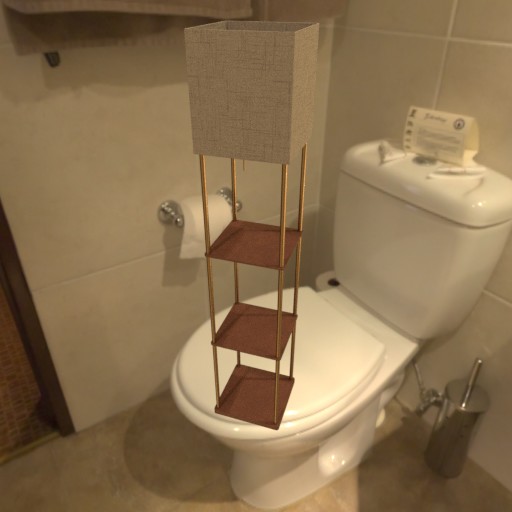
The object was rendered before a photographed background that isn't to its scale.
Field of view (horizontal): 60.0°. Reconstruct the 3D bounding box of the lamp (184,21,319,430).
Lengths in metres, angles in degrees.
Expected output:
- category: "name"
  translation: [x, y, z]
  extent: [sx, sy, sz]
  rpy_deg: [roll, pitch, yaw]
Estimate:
- category: "lamp"
  translation: [0.000, 0.000, 1.697]
  extent: [0.310, 1.569, 0.308]
  rpy_deg: [10, 33, 16]
